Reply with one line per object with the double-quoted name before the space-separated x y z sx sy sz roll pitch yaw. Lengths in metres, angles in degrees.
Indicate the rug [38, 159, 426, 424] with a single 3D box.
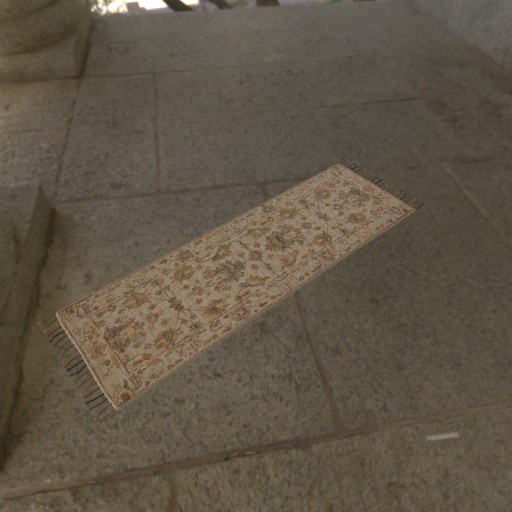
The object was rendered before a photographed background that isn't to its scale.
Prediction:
"rug" 0.000 0.000 2.711 2.438 0.021 0.729 -31 53 -26
